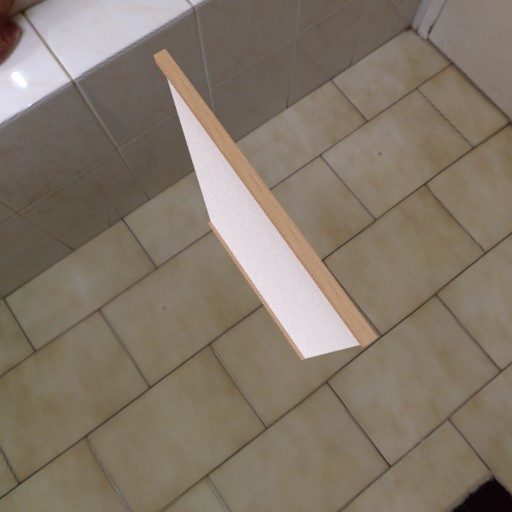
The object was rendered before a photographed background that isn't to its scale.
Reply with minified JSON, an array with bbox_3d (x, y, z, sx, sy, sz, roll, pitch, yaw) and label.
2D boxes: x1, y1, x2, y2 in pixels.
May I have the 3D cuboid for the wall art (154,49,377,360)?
[{"bbox_3d":[0.000,0.000,0.643,0.013,0.510,0.335,-33,78,-8],"label":"wall art"}]
